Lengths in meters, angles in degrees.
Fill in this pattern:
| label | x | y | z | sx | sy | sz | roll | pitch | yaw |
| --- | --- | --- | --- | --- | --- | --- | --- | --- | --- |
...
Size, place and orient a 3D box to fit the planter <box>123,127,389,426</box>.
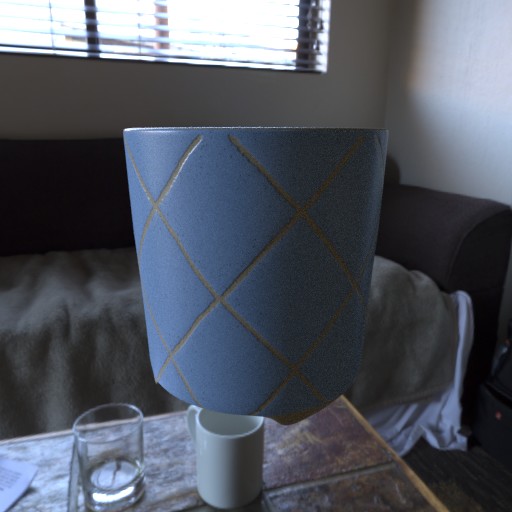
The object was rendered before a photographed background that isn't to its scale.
| label | x | y | z | sx | sy | sz | roll | pitch | yaw |
| --- | --- | --- | --- | --- | --- | --- | --- | --- | --- |
| planter | 0.000 | 0.000 | 0.426 | 0.227 | 0.235 | 0.227 | 0 | 15 | 0 |
